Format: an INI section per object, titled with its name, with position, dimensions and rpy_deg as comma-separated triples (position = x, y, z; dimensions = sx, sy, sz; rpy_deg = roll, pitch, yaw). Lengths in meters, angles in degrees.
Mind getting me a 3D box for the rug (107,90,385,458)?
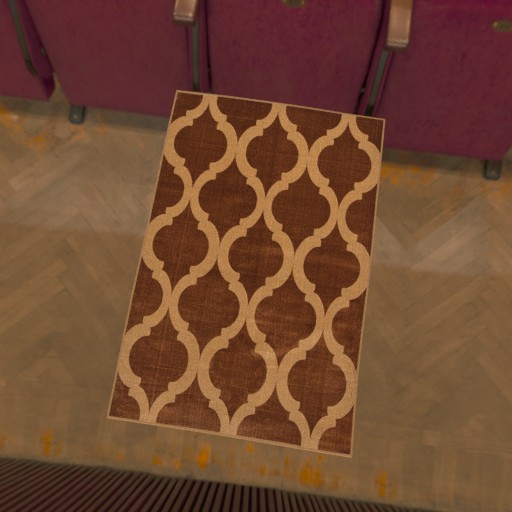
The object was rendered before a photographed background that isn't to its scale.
[rug]
position = 0.000, 0.000, 2.945
dimensions = 1.526, 0.014, 2.290
rpy_deg = 8, 77, 2
